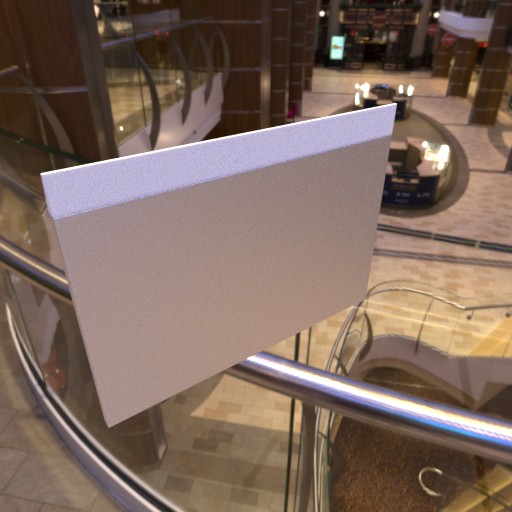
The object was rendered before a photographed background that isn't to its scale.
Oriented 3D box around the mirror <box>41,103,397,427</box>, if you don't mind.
[{"bbox_3d":[0.000,0.000,1.104,0.870,0.630,0.030,-20,37,-29],"label":"mirror"}]
